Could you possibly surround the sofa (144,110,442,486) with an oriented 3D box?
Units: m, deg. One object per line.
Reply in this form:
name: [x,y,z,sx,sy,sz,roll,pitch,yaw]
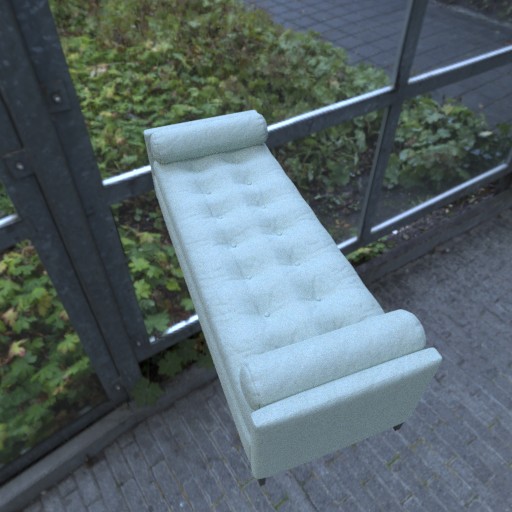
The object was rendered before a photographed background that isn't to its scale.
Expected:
sofa: [0.000,0.000,2.482,0.796,0.705,2.102,-15,48,-14]
